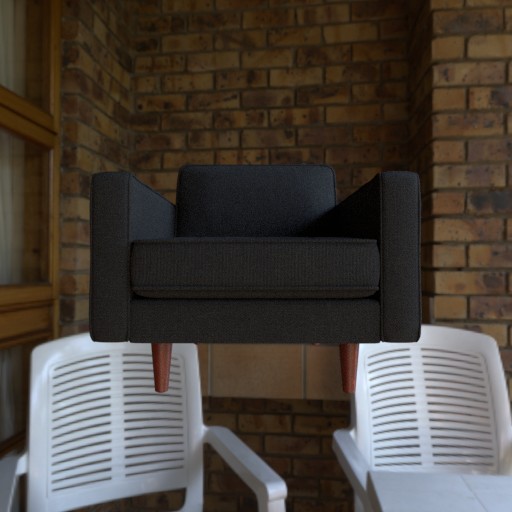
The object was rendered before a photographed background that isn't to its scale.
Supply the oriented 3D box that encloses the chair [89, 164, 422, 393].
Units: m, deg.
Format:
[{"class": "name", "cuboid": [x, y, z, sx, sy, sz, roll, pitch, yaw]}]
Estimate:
[{"class": "chair", "cuboid": [0.000, 0.000, 1.602, 0.899, 0.770, 0.919, 0, -1, 0]}]
